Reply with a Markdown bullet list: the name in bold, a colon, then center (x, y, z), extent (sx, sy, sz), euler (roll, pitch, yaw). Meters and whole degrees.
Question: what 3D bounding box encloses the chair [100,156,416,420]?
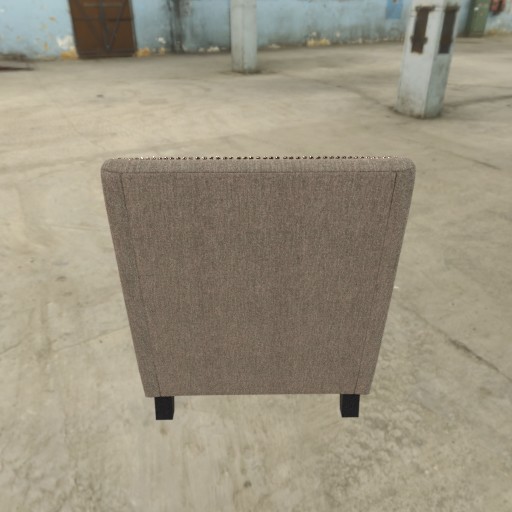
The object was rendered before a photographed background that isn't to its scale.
- **chair**: center (0.000, 0.000, 1.649), extent (0.776, 0.967, 0.884), euler (0, 29, -1)
